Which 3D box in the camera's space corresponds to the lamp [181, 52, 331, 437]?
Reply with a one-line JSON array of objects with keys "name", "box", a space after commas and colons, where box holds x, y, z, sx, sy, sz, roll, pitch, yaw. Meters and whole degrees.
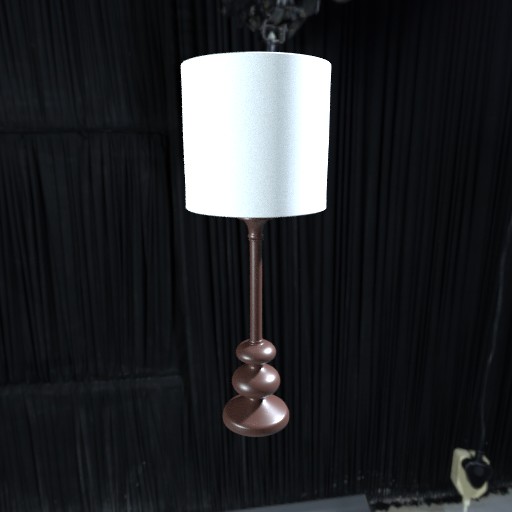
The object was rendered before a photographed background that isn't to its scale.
[{"name": "lamp", "box": [0.000, 0.000, 0.839, 0.254, 0.690, 0.254, -2, 14, -8]}]
